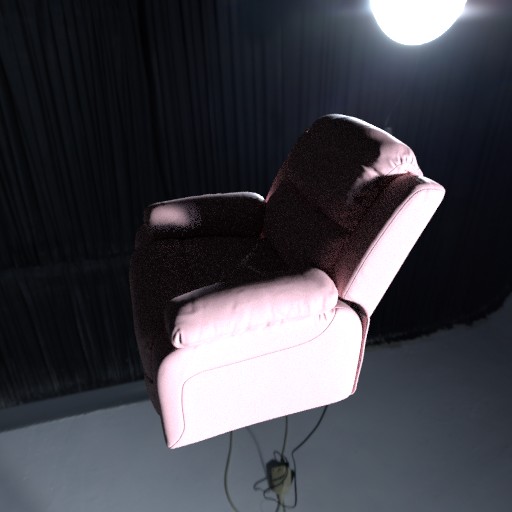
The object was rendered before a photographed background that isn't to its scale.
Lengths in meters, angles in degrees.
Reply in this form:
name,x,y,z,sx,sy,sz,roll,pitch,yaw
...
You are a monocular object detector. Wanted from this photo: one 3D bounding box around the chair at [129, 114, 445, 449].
name,x,y,z,sx,sy,sz,roll,pitch,yaw
chair,0.000,0.000,1.253,0.709,0.702,0.680,-9,31,-15
